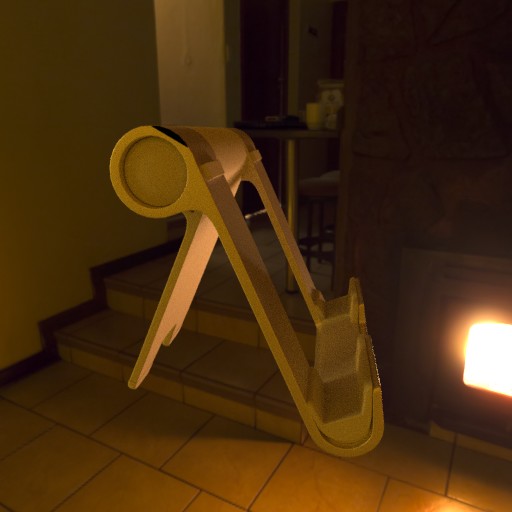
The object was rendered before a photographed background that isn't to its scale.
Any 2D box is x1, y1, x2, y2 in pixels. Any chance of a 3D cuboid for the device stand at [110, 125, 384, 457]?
[{"bbox_3d":[0.000,0.000,0.150,0.079,0.084,0.086,2,16,9],"label":"device stand"}]
